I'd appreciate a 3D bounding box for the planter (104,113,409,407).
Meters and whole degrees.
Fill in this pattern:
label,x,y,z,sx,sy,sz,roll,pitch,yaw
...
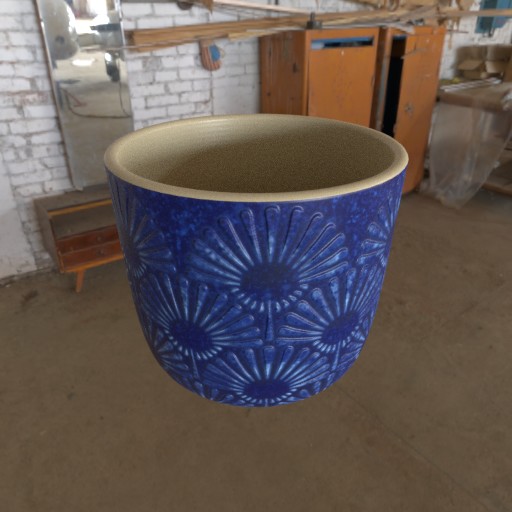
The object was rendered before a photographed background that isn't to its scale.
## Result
label,x,y,z,sx,sy,sz,roll,pitch,yaw
planter,0.000,0.000,0.214,0.124,0.109,0.124,0,29,0
